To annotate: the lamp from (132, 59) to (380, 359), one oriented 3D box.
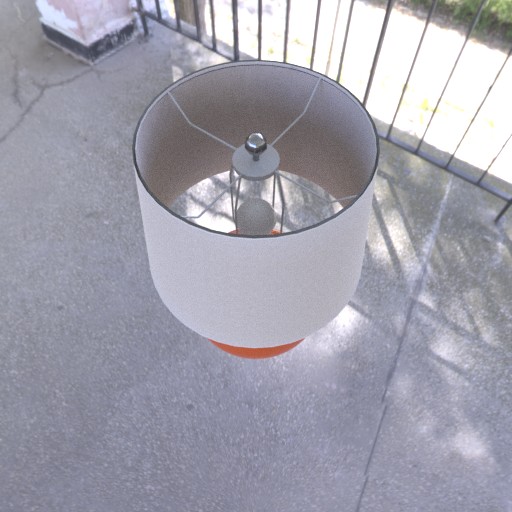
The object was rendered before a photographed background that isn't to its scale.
[{"bbox_3d":[0.000,0.000,0.535,0.247,0.387,0.247,0,59,0],"label":"lamp"}]
